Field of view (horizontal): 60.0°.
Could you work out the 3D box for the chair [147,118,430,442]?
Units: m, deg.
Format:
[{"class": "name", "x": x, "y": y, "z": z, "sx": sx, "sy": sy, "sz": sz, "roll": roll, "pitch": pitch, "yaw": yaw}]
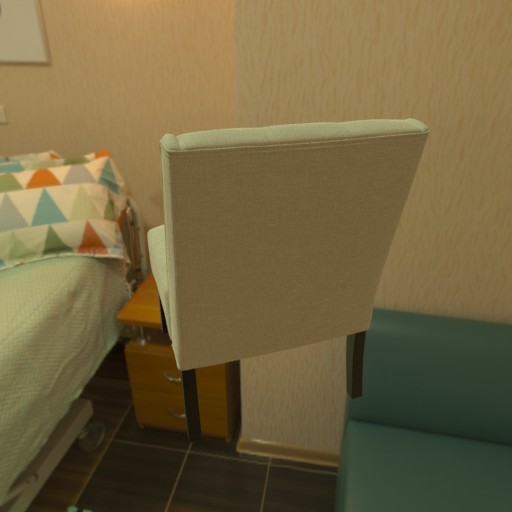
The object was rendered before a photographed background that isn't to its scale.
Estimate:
[{"class": "chair", "x": 0.000, "y": 0.000, "z": 1.307, "sx": 0.569, "sy": 0.853, "sz": 0.676, "roll": -9, "pitch": 28, "yaw": -17}]
